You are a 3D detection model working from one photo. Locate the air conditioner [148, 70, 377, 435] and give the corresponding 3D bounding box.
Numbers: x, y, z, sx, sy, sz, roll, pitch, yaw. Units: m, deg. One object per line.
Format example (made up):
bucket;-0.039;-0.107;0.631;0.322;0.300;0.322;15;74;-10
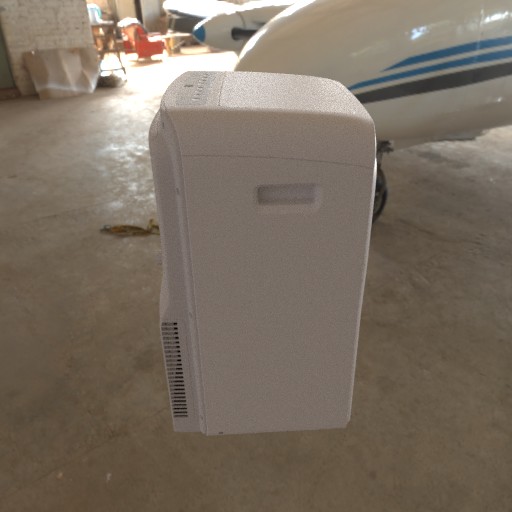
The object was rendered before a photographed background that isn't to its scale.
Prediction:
air conditioner;0.000;0.000;1.044;0.467;0.765;0.478;-1;32;-1
